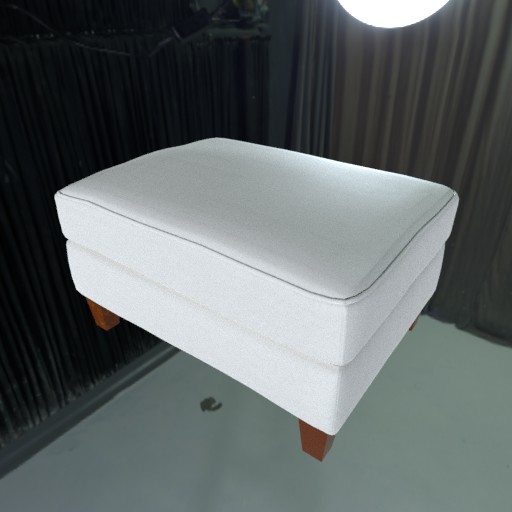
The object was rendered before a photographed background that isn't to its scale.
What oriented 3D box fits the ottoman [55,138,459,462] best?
[{"bbox_3d":[0.000,0.000,1.174,0.818,0.479,0.634,20,36,31],"label":"ottoman"}]
